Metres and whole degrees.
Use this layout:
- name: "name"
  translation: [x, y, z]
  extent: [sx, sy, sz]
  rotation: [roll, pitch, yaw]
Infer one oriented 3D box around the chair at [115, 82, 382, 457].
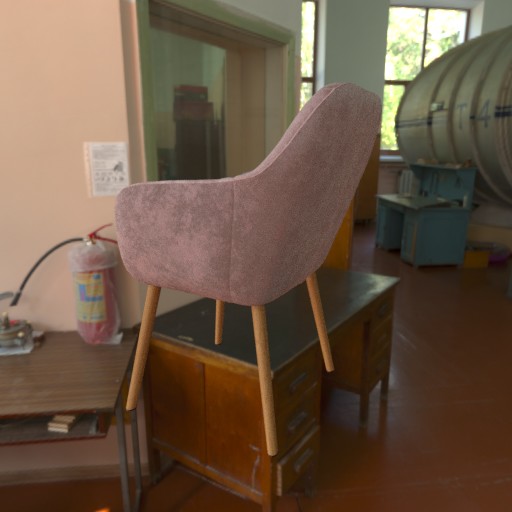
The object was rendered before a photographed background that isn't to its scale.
- name: "chair"
  translation: [0.000, 0.000, 1.212]
  extent: [0.570, 0.832, 0.610]
  rotation: [7, 16, 26]
